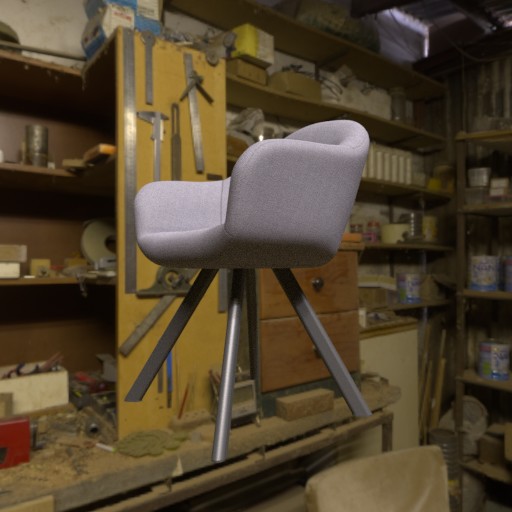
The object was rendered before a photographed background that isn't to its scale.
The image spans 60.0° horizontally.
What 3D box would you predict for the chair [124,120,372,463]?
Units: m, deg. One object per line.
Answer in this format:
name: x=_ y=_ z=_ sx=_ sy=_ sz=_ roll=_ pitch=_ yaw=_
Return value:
chair: x=0.000 y=0.000 z=1.200 sx=0.550 sy=0.795 sz=0.590 roll=1 pitch=-2 yaw=-36
